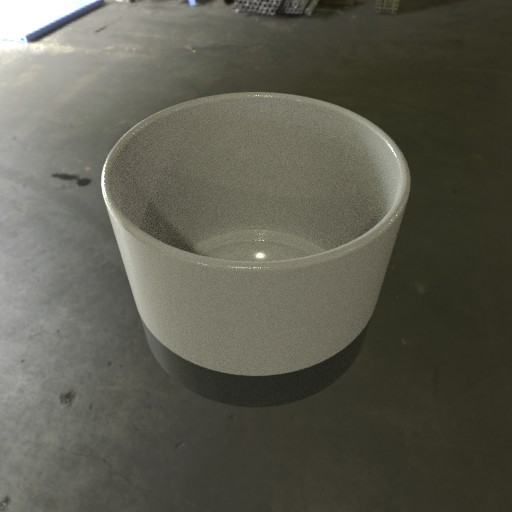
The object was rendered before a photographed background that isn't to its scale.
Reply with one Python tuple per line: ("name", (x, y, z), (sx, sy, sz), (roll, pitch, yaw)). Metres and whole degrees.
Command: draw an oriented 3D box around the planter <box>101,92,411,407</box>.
("planter", (0.000, 0.000, 0.346), (0.193, 0.177, 0.193), (0, 45, 0))
